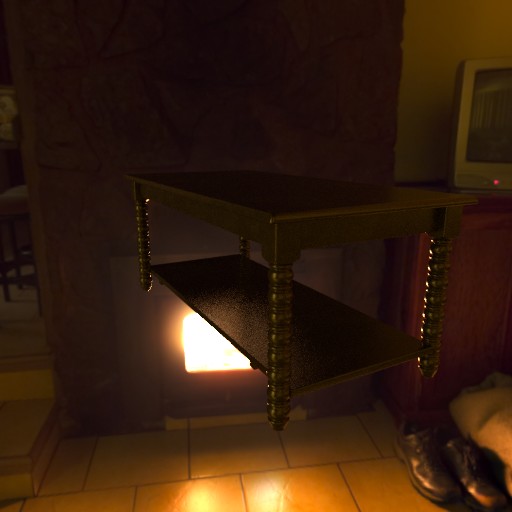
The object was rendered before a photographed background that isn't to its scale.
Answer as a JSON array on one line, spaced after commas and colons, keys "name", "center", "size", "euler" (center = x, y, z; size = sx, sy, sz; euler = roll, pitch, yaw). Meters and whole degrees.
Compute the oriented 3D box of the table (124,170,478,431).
[{"name": "table", "center": [0.000, 0.000, 1.477], "size": [0.580, 0.487, 1.171], "euler": [-8, 16, -28]}]
